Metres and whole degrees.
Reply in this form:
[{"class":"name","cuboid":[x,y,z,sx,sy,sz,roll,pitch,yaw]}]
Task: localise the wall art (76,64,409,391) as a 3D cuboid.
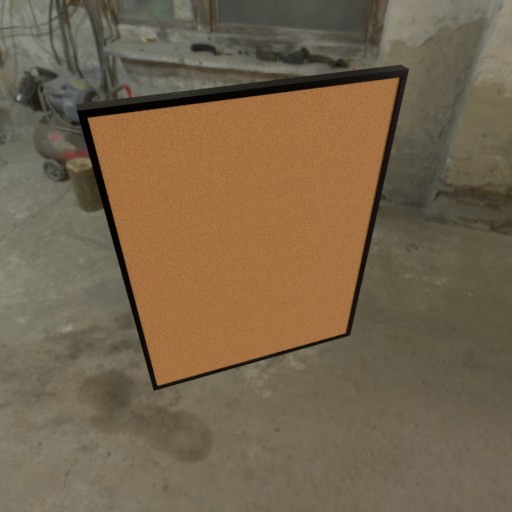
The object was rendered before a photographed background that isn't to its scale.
[{"class":"wall art","cuboid":[0.000,0.000,1.387,0.805,1.062,0.040,-12,43,-14]}]
